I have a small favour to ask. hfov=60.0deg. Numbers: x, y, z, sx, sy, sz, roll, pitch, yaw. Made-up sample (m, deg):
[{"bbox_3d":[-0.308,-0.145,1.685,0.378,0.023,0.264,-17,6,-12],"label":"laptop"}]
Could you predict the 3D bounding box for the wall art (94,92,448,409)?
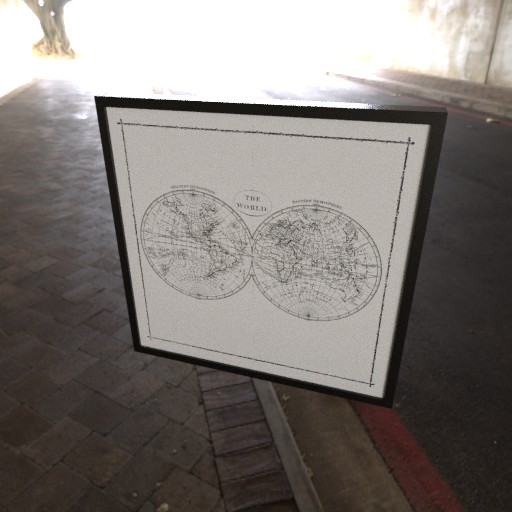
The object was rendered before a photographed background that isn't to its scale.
[{"bbox_3d":[0.000,0.000,0.478,0.327,0.318,0.029,8,28,16],"label":"wall art"}]
